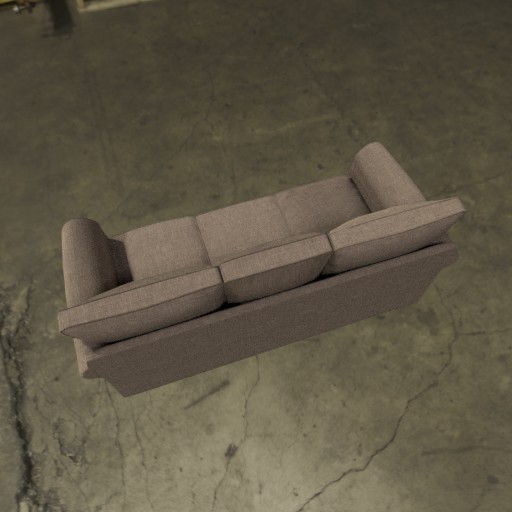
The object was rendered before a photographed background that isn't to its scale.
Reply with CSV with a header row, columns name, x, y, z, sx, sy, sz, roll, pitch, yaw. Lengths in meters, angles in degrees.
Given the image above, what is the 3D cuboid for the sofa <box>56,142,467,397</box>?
name,x,y,z,sx,sy,sz,roll,pitch,yaw
sofa,0.000,0.000,2.612,2.084,0.961,0.916,-16,59,-10
